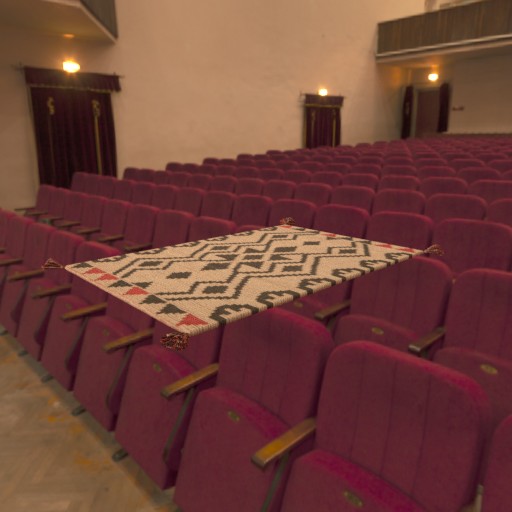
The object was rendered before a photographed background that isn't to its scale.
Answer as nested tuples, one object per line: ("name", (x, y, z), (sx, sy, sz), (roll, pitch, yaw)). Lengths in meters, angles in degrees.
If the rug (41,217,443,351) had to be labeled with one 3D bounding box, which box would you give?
("rug", (0.000, 0.000, 2.673), (2.069, 0.067, 1.444), (-13, 20, -41))
